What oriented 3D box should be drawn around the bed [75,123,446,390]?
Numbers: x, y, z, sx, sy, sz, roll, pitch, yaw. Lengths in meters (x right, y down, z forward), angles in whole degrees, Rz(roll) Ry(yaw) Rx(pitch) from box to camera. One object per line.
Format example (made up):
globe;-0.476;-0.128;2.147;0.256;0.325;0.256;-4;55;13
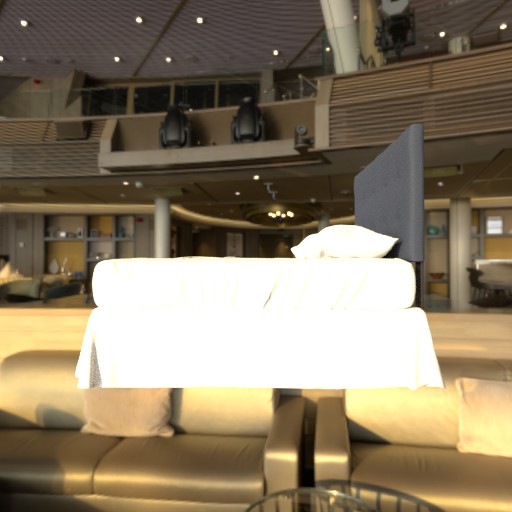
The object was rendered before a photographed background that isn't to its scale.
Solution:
bed;0.000;0.000;3.463;2.222;1.577;1.936;0;-1;1
